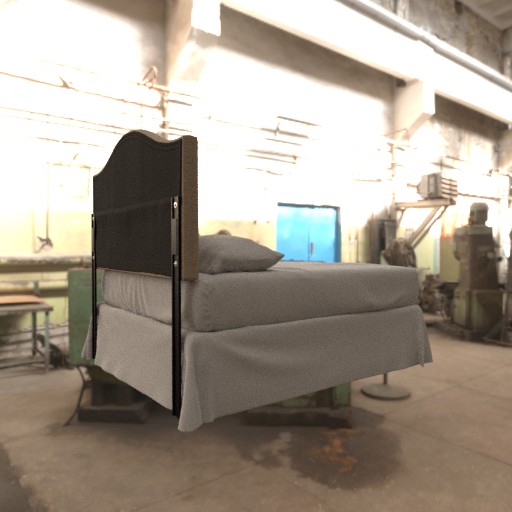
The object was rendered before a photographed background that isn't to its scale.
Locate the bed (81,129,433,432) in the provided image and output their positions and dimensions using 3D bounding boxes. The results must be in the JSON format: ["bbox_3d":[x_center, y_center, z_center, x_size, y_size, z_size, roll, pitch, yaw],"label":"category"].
[{"bbox_3d":[0.000,0.000,3.488,2.221,1.645,1.876,-1,2,-36],"label":"bed"}]
